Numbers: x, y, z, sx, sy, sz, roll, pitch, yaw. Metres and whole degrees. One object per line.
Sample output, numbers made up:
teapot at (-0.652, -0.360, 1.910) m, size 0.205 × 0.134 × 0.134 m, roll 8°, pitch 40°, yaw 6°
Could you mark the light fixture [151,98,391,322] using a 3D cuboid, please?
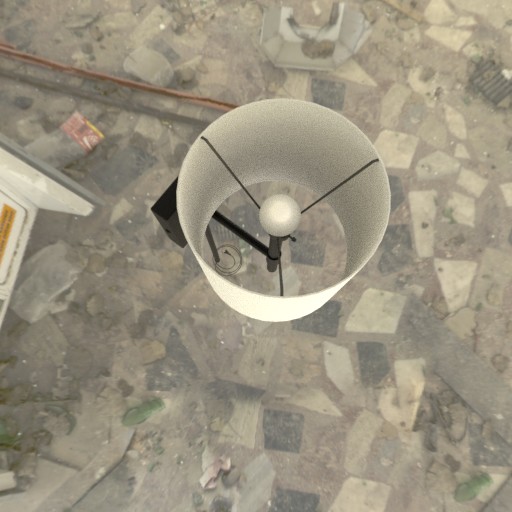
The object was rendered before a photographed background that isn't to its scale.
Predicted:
light fixture at (0.000, 0.000, 0.679) m, size 0.248 × 0.589 × 0.188 m, roll 36°, pitch 78°, yaw 8°
